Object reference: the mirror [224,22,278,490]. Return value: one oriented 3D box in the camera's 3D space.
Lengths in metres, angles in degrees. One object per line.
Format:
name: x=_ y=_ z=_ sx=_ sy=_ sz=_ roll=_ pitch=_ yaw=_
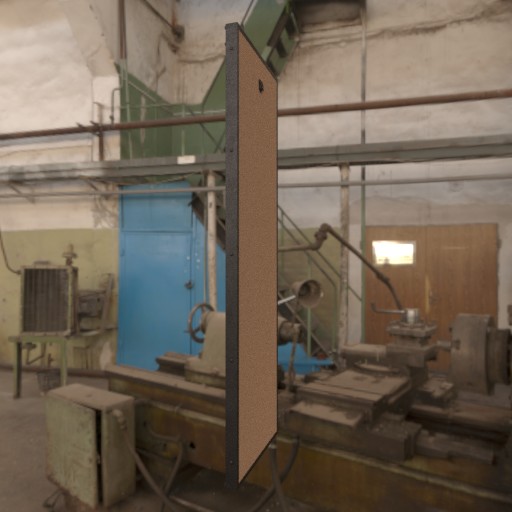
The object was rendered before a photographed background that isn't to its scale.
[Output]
mirror: x=0.000 y=0.000 z=1.185 sx=0.042 sy=1.080 sz=0.354 roll=0 pitch=0 yaw=18
